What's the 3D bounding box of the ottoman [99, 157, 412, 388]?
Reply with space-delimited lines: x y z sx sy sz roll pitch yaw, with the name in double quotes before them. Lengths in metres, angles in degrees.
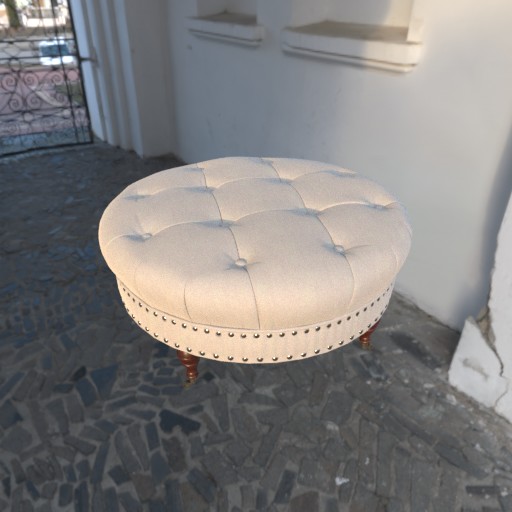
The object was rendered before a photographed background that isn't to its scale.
"ottoman" 0.000 0.000 1.401 0.901 0.439 0.901 0 31 0
